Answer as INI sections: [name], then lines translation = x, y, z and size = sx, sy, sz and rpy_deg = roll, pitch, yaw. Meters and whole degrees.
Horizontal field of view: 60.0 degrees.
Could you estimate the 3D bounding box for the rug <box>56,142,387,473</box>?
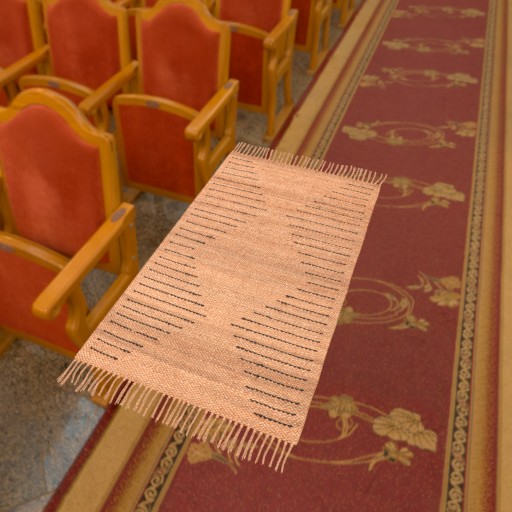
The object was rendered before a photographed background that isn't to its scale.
[rug]
translation = 0.000, 0.000, 2.048
size = 0.905, 0.017, 1.718
rpy_deg = 16, 49, 15
